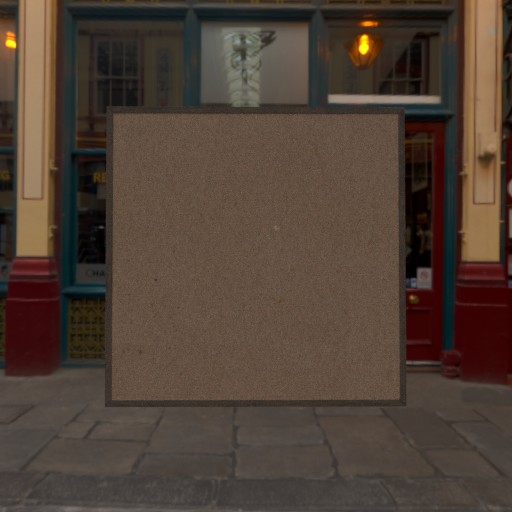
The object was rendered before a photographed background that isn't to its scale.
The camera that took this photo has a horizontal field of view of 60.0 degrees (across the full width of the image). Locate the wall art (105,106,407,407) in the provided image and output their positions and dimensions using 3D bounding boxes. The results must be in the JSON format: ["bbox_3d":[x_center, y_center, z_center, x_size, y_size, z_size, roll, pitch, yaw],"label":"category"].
[{"bbox_3d":[0.000,0.000,1.146,0.762,0.762,0.038,0,-1,0],"label":"wall art"}]
